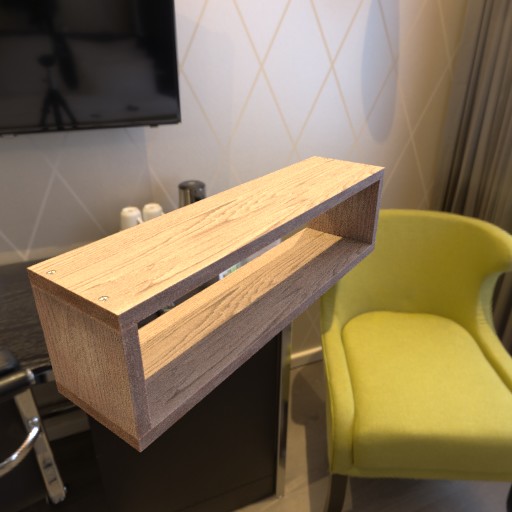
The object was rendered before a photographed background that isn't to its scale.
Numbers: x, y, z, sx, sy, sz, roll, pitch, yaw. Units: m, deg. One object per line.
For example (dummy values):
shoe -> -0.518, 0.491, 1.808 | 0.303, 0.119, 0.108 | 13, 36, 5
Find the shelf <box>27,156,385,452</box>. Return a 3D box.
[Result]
shelf -> 0.000, 0.000, 0.683 | 0.150, 0.170, 0.610 | 18, 31, 32
